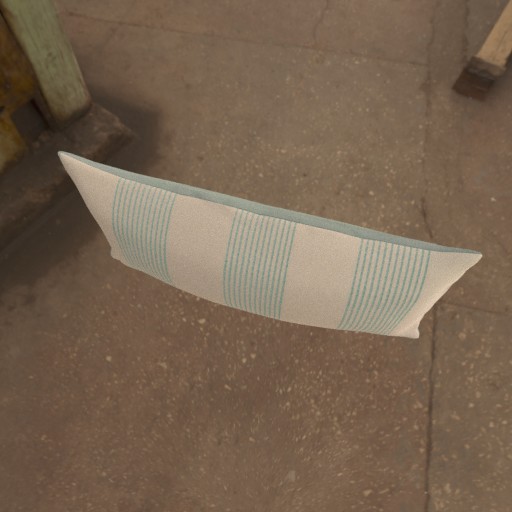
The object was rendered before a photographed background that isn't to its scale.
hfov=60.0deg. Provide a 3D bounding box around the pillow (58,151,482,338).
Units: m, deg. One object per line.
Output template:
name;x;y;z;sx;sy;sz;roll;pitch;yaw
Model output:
pillow;0.000;0.000;0.724;0.610;0.287;0.151;14;60;9
